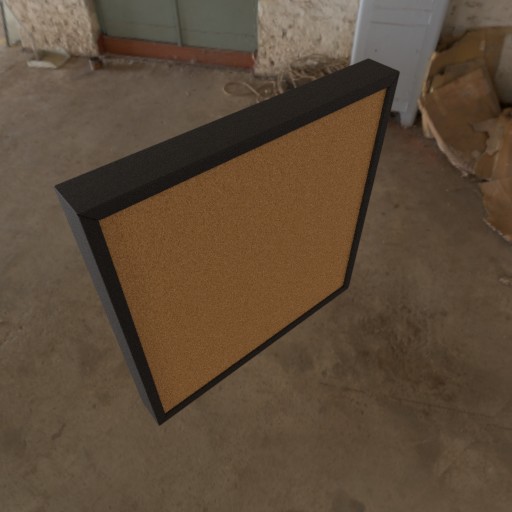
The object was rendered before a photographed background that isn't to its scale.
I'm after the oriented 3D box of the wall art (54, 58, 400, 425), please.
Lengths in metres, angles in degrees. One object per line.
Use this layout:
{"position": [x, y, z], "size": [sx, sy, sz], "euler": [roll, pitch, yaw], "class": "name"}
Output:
{"position": [0.000, 0.000, 0.449], "size": [0.305, 0.305, 0.037], "euler": [-31, 54, -26], "class": "wall art"}
